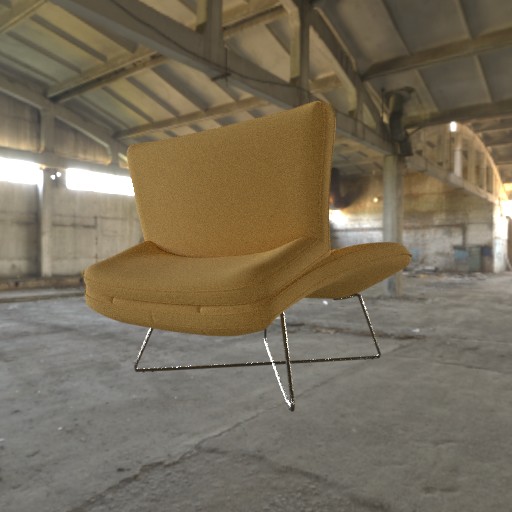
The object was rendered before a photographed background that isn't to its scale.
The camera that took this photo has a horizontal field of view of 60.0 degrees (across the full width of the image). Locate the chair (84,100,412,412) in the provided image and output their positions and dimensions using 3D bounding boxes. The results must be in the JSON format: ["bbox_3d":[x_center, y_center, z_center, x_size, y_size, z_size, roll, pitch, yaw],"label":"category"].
[{"bbox_3d":[0.000,0.000,1.642,0.859,0.855,1.008,0,1,37],"label":"chair"}]
